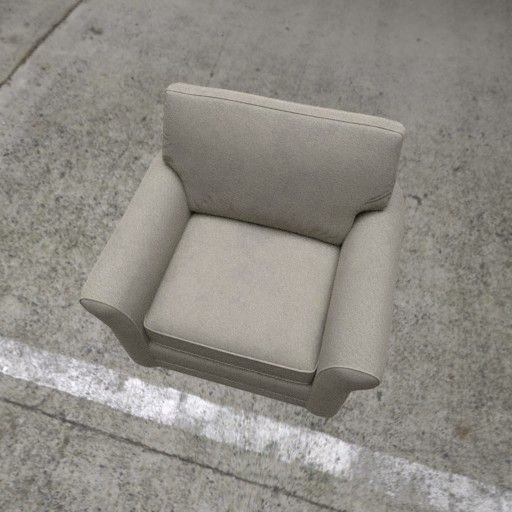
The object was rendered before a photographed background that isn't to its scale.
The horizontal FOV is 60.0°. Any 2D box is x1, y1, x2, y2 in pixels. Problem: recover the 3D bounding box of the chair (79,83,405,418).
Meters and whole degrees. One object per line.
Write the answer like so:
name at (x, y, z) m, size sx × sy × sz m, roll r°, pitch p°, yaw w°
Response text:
chair at (0.000, 0.000, 1.895) m, size 1.147 × 1.044 × 0.939 m, roll 13°, pitch 59°, yaw 8°
